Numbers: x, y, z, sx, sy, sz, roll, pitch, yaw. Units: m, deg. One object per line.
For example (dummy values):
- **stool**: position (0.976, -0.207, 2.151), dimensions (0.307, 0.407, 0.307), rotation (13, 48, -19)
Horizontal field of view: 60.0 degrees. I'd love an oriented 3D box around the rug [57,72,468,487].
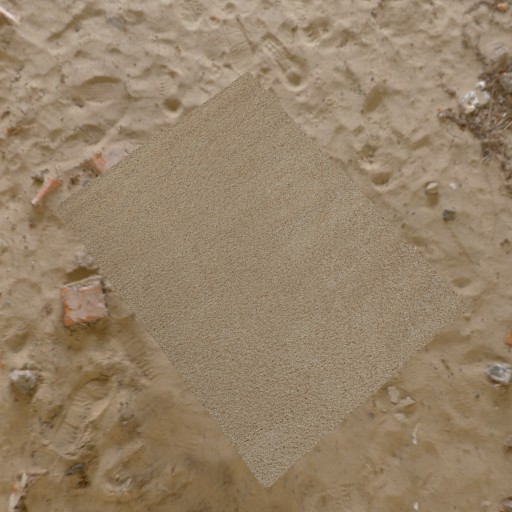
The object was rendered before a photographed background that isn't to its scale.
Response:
- **rug**: position (0.000, 0.000, 2.076), dimensions (1.199, 0.025, 1.600), rotation (-38, 79, -9)
